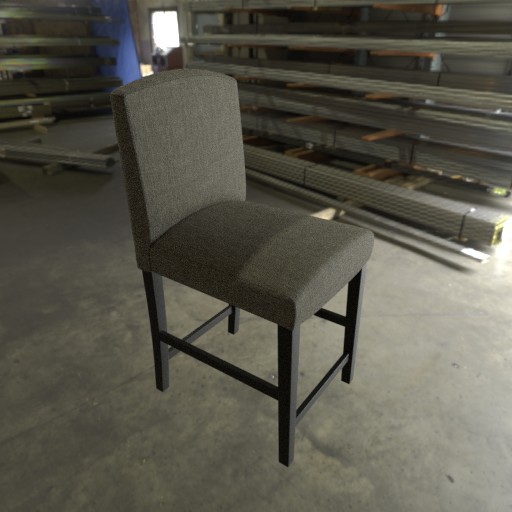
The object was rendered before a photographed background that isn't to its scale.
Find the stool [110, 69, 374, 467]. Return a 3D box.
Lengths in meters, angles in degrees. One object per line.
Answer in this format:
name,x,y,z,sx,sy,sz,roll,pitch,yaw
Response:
stool,0.000,0.000,1.265,0.552,0.966,0.451,18,32,31
